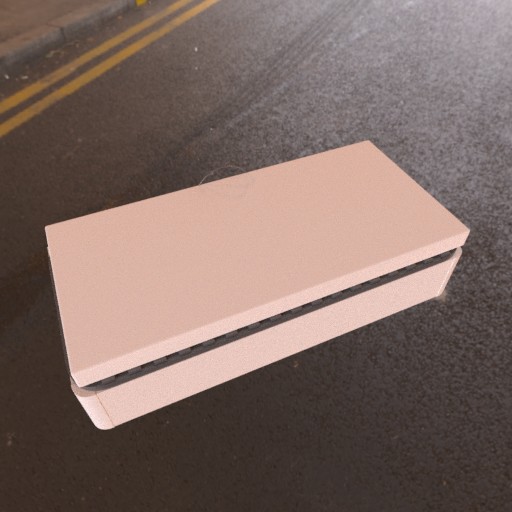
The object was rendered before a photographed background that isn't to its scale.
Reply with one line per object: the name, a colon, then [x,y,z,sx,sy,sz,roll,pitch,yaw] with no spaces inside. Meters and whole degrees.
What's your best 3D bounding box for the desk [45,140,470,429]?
desk: [0.000,0.000,2.243,1.900,0.526,0.900,-18,49,-16]
